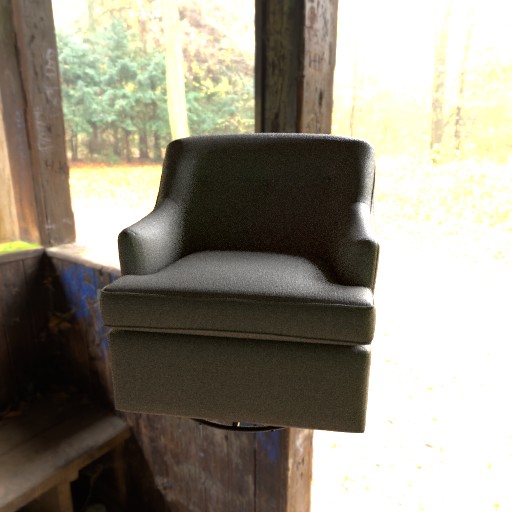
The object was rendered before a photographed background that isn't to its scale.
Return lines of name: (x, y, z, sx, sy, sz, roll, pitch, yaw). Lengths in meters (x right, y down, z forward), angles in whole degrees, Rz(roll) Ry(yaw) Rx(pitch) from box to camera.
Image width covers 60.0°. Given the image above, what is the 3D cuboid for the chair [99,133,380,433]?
chair: (0.000, 0.000, 1.612, 0.864, 0.856, 0.923, 2, 16, 8)
